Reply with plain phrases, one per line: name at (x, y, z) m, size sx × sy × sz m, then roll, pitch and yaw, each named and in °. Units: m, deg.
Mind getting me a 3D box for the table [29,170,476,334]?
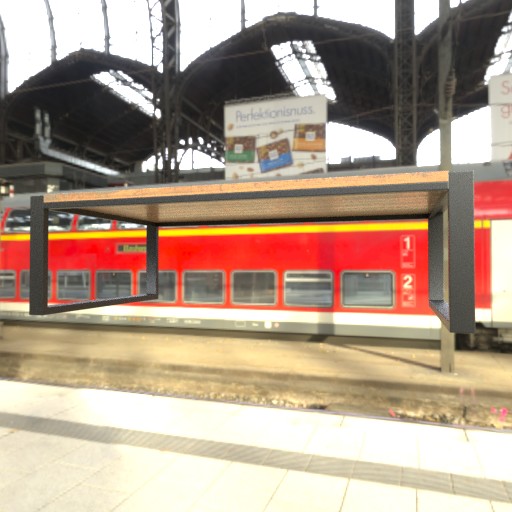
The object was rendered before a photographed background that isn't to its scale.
table at (0.000, 0.000, 1.637) m, size 1.350 × 0.400 × 0.750 m, roll 0°, pitch -1°, yaw 17°
